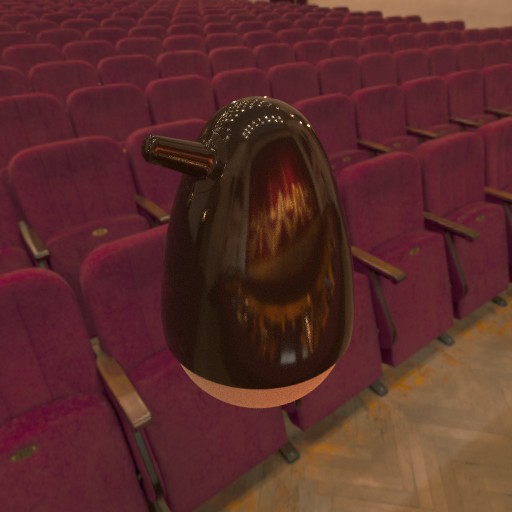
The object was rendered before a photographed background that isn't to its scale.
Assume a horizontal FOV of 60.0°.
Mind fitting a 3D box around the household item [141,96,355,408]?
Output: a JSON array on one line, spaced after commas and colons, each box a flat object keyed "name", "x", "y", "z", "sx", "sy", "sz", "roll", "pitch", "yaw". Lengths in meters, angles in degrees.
[{"name": "household item", "x": 0.000, "y": 0.000, "z": 0.221, "sx": 0.104, "sy": 0.152, "sz": 0.102, "roll": -21, "pitch": 36, "yaw": -31}]
